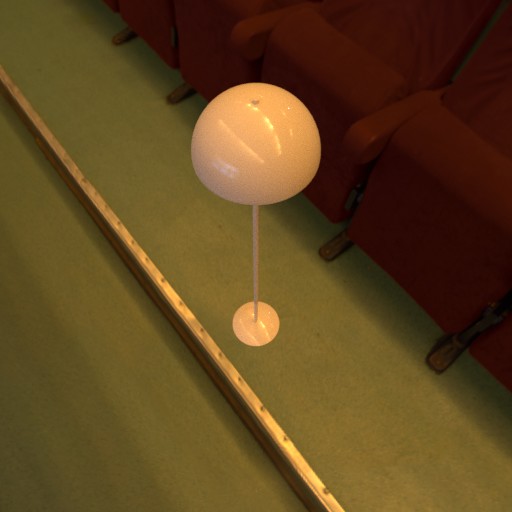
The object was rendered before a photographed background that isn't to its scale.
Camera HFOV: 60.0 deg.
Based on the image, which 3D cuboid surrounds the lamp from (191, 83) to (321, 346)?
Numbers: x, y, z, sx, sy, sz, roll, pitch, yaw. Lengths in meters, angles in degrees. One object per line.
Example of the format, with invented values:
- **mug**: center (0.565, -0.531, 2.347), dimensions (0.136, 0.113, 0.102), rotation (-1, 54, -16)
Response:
- **lamp**: center (0.000, 0.000, 1.631), dimensions (0.328, 1.480, 0.328), rotation (-36, 68, -17)
